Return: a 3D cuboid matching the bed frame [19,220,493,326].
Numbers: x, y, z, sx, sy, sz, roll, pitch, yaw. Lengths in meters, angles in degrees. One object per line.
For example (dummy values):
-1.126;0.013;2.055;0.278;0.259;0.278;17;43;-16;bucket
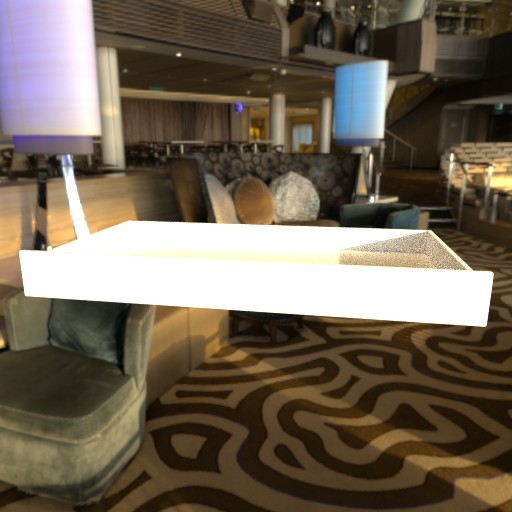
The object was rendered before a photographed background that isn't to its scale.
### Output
0.000;0.000;1.530;1.300;0.141;0.670;3;15;10;bed frame
